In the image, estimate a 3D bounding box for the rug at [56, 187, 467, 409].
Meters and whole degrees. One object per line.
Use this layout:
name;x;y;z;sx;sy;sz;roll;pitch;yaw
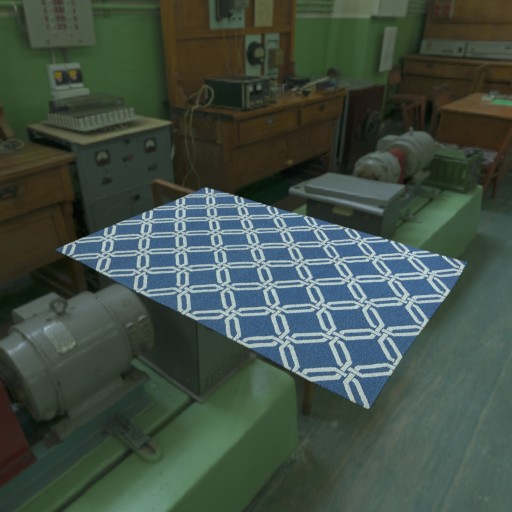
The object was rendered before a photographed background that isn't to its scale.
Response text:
rug;0.000;0.000;2.233;1.755;0.010;1.153;20;35;32
